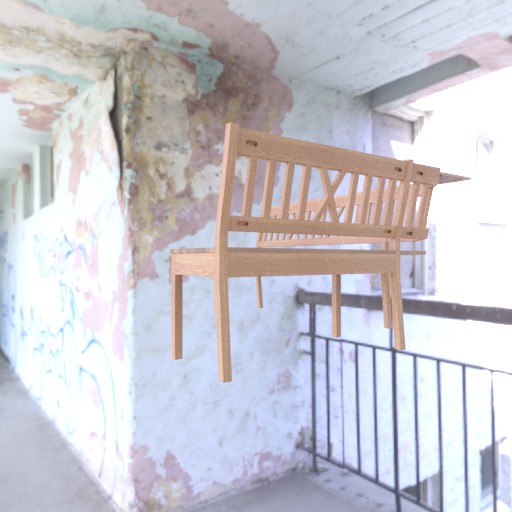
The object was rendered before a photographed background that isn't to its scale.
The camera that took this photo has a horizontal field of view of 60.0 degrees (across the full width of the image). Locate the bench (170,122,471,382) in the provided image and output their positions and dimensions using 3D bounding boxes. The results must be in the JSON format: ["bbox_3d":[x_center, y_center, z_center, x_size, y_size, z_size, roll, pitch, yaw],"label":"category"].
[{"bbox_3d":[0.000,0.000,2.742,1.537,0.902,1.937,0,-1,-34],"label":"bench"}]
